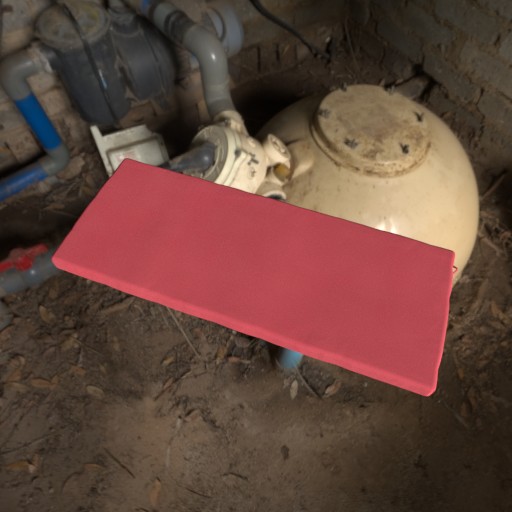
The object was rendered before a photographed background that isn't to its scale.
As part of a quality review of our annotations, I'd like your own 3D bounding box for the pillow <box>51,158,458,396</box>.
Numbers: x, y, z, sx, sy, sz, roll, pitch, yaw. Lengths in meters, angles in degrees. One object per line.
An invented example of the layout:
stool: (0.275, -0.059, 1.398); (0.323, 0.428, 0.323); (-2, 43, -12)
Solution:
pillow: (0.000, 0.000, 1.364); (1.187, 0.081, 0.492); (17, 59, 11)
